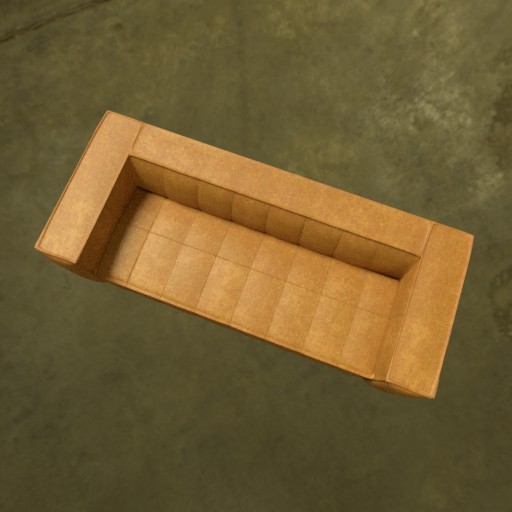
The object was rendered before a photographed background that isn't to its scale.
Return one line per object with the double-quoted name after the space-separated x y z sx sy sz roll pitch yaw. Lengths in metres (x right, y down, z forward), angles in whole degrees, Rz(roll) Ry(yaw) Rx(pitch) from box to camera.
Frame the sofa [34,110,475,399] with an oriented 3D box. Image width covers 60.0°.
0.000 0.000 3.065 2.581 0.701 1.102 20 76 5 "sofa"
